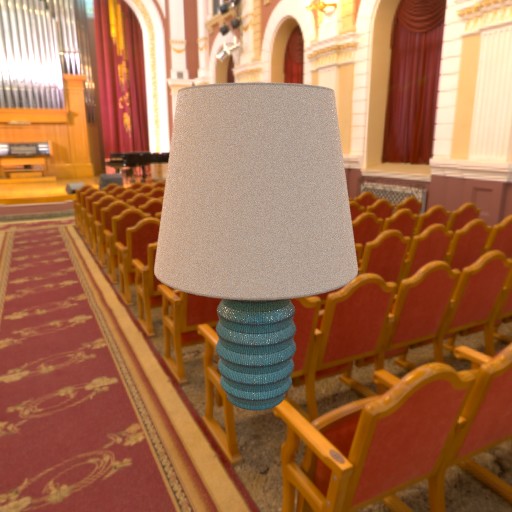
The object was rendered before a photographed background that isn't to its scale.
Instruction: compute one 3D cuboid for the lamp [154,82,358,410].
[{"bbox_3d":[0.000,0.000,0.563,0.254,0.392,0.254,0,15,0],"label":"lamp"}]
